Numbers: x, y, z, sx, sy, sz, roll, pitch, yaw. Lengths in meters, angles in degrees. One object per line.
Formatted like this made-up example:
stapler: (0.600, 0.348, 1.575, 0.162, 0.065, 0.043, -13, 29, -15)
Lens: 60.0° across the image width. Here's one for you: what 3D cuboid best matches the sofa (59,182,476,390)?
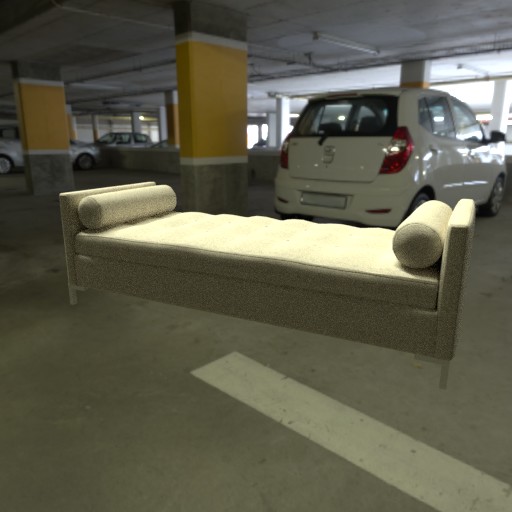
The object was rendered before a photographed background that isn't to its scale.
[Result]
sofa: (0.000, 0.000, 2.425, 2.102, 0.655, 0.797, 7, 17, 26)
